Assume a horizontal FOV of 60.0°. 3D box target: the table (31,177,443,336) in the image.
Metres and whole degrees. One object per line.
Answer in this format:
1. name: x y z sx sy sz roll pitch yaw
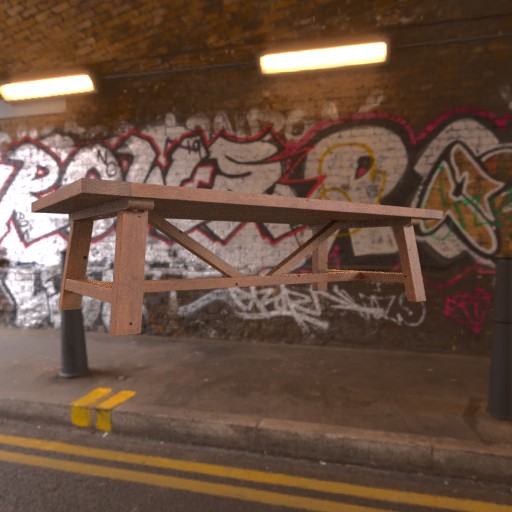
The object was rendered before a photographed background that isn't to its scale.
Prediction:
1. table: 0.000 0.000 2.109 1.800 0.465 0.820 -1 1 -36
